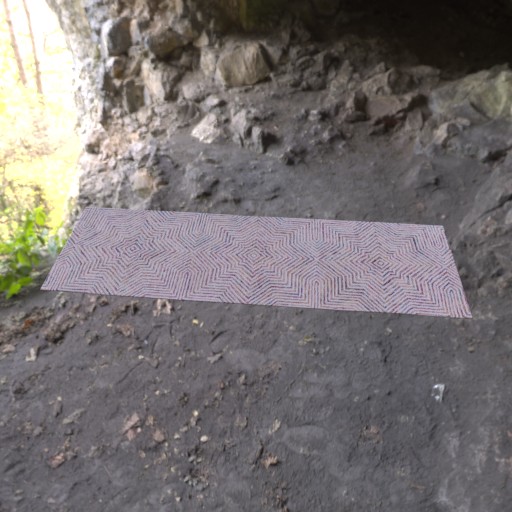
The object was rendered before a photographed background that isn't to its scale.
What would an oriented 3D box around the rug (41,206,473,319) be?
[{"bbox_3d":[0.000,0.000,2.755,2.443,0.009,0.771,3,45,3],"label":"rug"}]
